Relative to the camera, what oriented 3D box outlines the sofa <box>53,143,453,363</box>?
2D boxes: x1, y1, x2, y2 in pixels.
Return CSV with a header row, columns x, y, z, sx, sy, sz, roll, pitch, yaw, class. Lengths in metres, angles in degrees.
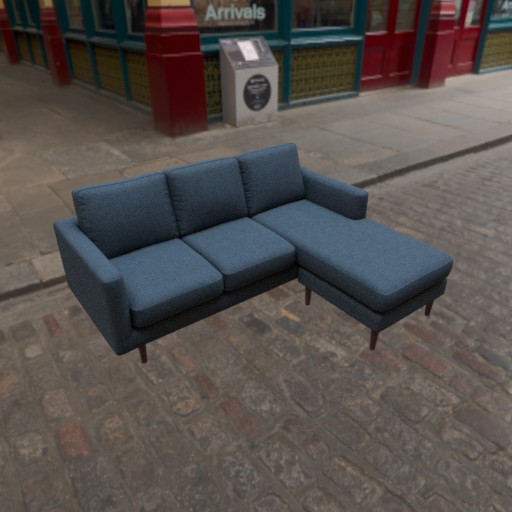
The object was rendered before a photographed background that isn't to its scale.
x,y,z,sx,sy,sz,roll,pitch,yaw,class
0.000,0.000,2.939,2.055,0.957,1.667,-21,36,-32,sofa
